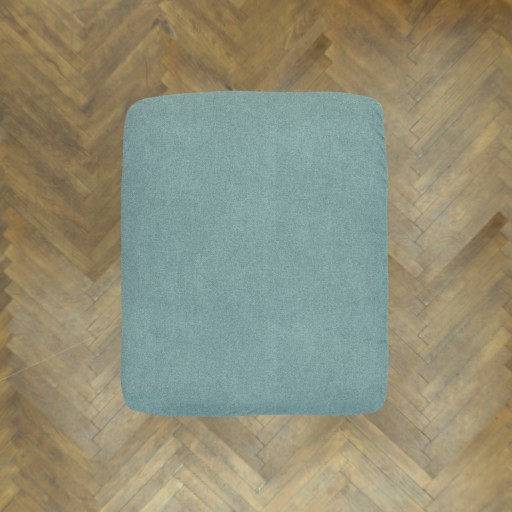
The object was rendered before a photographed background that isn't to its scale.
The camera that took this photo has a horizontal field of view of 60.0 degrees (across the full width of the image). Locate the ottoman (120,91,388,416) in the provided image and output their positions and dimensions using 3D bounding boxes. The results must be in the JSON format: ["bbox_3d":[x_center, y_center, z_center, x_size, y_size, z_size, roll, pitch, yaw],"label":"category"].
[{"bbox_3d":[0.000,0.000,1.254,0.683,0.481,0.837,0,90,1],"label":"ottoman"}]
